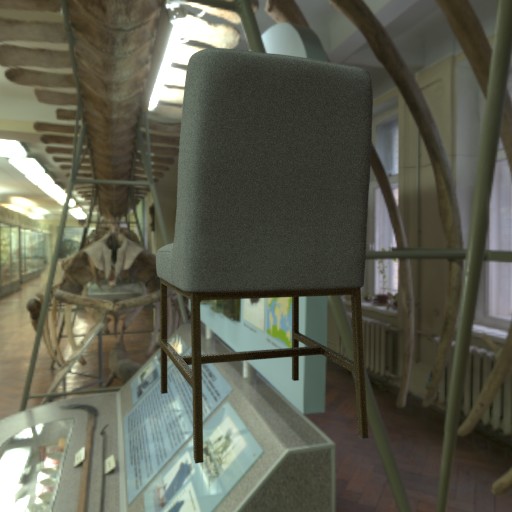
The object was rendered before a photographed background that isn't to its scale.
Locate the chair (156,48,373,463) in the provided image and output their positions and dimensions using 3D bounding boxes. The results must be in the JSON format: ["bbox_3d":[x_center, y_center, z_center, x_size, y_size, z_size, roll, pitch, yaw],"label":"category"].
[{"bbox_3d":[0.000,0.000,1.246,0.508,0.889,0.587,0,1,-18],"label":"chair"}]
